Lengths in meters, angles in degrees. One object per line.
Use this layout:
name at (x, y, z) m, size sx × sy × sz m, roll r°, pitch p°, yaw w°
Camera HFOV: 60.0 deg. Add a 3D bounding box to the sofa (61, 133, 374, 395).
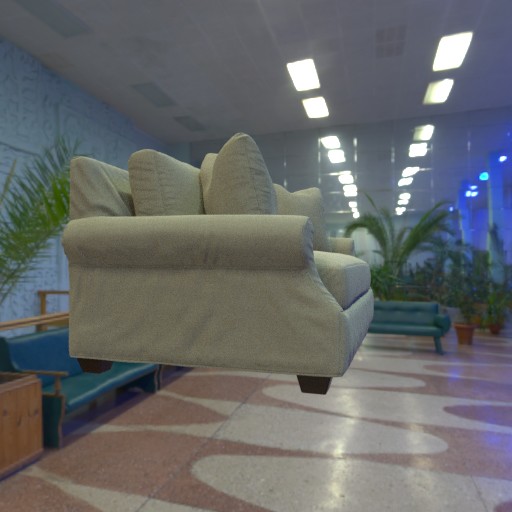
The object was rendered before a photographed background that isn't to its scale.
sofa at (0.000, 0.000, 2.197) m, size 1.070 × 0.905 × 1.550 m, roll 0°, pitch -1°, yaw 18°
